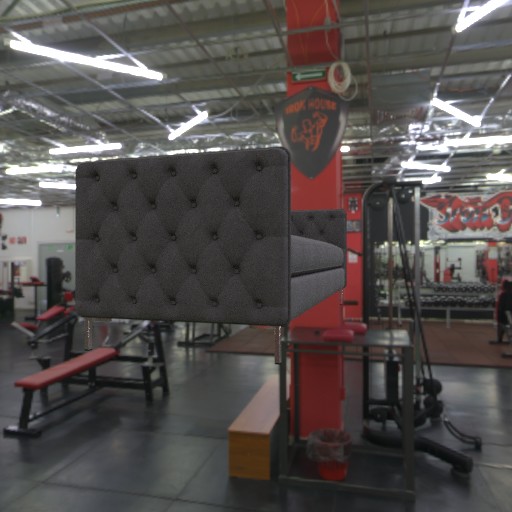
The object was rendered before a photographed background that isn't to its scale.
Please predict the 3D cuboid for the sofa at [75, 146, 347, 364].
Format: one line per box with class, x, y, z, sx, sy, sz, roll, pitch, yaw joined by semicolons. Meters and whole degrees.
sofa;0.000;0.000;2.681;0.895;0.771;2.209;0;0;17
